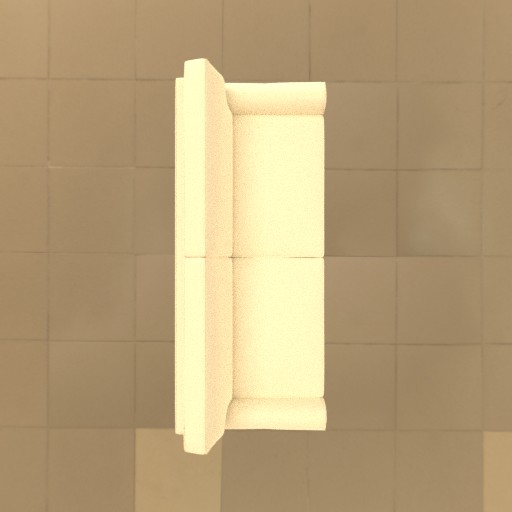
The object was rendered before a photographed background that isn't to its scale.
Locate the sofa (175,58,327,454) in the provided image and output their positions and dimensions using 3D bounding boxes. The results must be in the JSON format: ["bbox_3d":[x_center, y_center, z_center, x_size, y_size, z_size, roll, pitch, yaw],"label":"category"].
[{"bbox_3d":[0.000,0.000,2.595,0.862,0.937,2.021,0,90,0],"label":"sofa"}]
